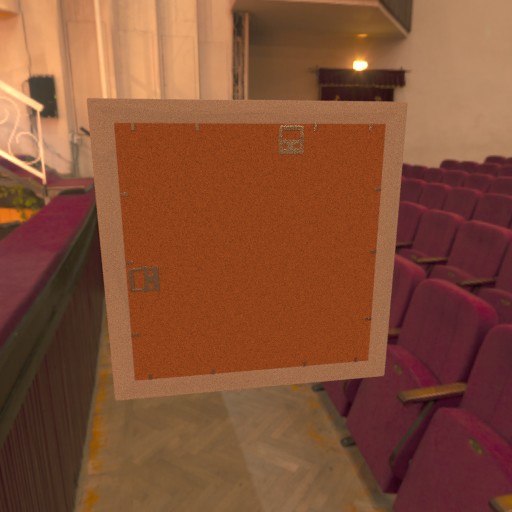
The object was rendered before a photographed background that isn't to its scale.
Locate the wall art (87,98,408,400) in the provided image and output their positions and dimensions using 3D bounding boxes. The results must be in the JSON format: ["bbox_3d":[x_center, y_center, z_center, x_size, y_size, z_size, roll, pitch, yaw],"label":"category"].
[{"bbox_3d":[0.000,0.000,0.880,0.584,0.584,0.013,-3,16,-9],"label":"wall art"}]
